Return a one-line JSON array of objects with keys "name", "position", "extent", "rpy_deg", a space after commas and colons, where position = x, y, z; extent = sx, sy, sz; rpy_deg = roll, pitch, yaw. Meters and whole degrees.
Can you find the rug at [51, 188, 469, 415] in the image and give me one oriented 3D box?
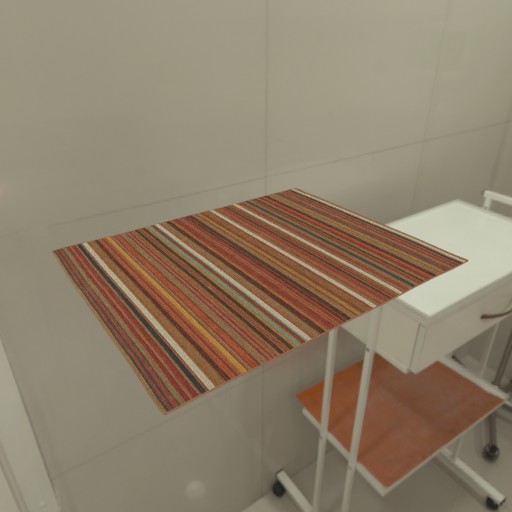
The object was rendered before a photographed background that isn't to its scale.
[{"name": "rug", "position": [0.000, 0.000, 4.175], "extent": [3.092, 0.023, 2.479], "rpy_deg": [-19, 33, -31]}]
